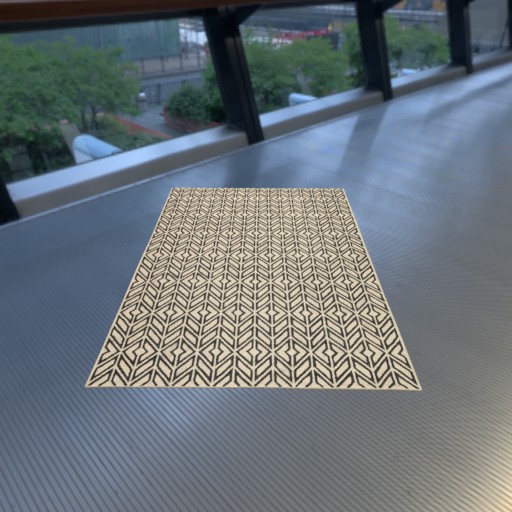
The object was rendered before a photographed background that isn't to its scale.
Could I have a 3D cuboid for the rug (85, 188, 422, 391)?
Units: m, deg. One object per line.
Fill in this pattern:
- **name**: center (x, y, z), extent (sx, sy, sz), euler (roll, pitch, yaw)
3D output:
- **rug**: center (0.000, 0.000, 2.378), extent (1.220, 0.007, 1.828), euler (0, 32, 1)
